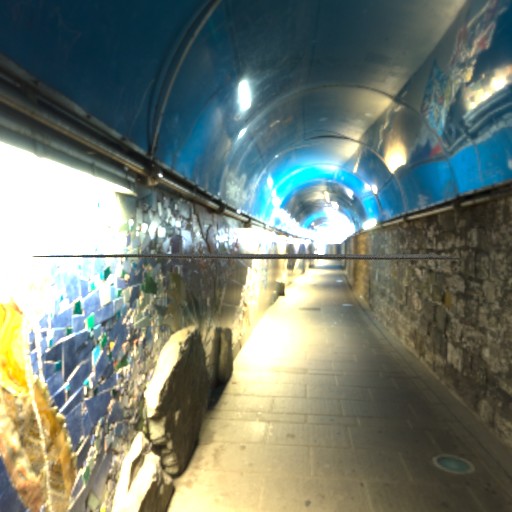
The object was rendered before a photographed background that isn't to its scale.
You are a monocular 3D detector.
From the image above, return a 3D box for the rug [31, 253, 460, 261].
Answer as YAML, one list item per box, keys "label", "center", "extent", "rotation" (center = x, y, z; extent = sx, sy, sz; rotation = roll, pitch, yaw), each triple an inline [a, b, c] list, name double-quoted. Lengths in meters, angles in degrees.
- label: "rug"
  center: [0.000, 0.000, 3.081]
  extent: [2.444, 0.023, 1.531]
  rotation: [0, 1, 19]
